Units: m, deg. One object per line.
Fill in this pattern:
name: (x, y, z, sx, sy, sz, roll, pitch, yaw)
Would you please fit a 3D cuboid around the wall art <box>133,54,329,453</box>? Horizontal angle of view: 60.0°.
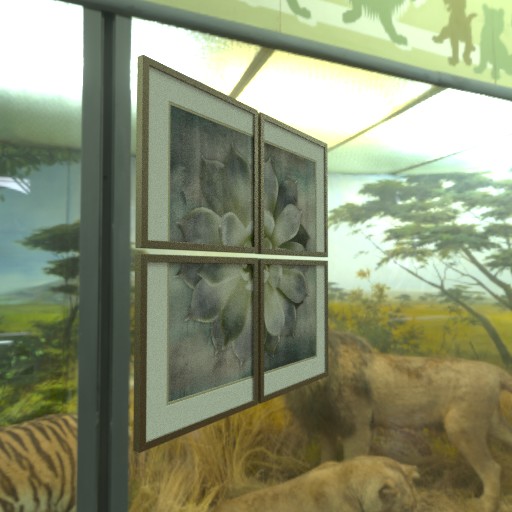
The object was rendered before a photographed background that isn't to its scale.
wall art: (0.000, 0.000, 1.566, 0.030, 1.032, 1.032, -1, -2, 37)
